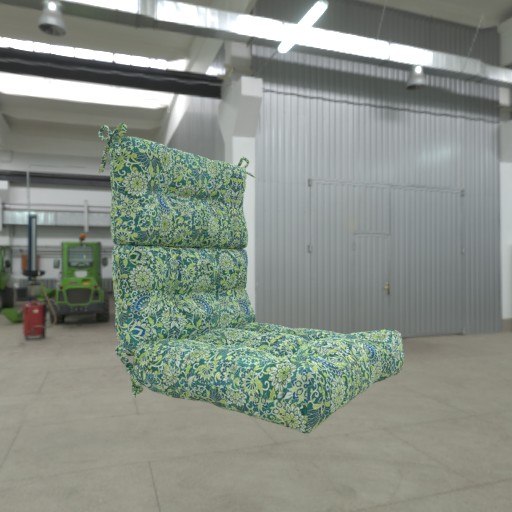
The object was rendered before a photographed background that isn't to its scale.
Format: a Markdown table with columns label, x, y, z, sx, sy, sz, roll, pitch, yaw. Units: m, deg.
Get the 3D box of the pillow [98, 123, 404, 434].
| label | x | y | z | sx | sy | sz | roll | pitch | yaw |
| --- | --- | --- | --- | --- | --- | --- | --- | --- | --- |
| pillow | 0.000 | 0.000 | 1.047 | 0.571 | 0.605 | 0.519 | 0 | -1 | 36 |
